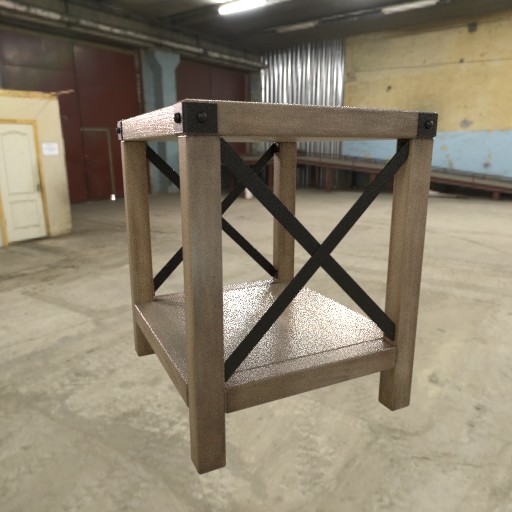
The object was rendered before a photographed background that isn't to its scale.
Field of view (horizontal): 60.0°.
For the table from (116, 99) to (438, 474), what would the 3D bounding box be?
[{"bbox_3d":[0.000,0.000,0.932,0.459,0.561,0.510,-7,15,-25],"label":"table"}]
